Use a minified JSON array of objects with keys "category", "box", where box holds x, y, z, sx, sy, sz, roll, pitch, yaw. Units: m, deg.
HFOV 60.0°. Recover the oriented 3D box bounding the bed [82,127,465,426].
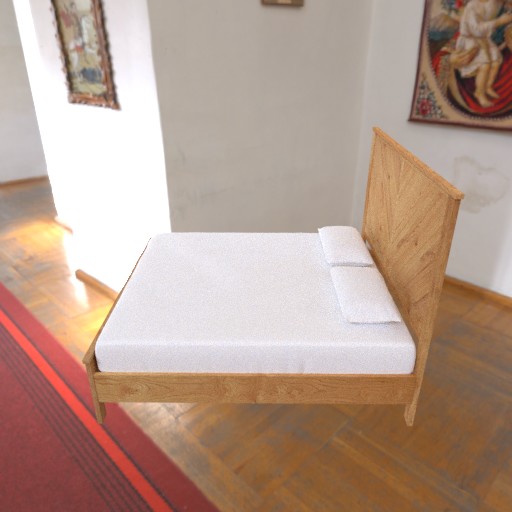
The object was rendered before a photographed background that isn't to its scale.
[{"category":"bed","box":[0.000,0.000,4.100,2.530,1.938,2.225,0,26,1]}]
